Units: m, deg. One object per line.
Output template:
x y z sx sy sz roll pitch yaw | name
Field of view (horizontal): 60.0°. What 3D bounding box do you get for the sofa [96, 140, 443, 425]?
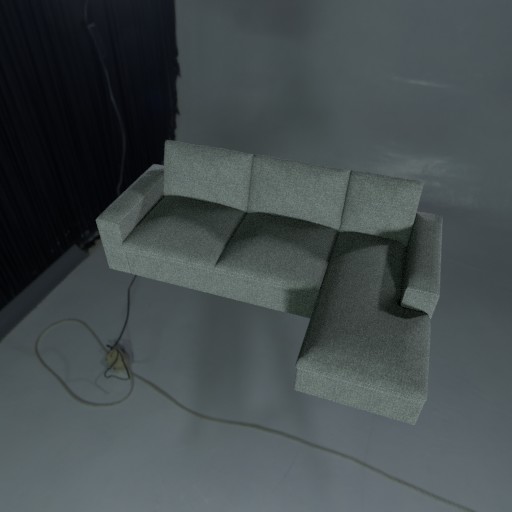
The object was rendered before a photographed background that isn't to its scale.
0.000 0.000 3.502 2.718 0.940 1.689 13 42 14 | sofa
